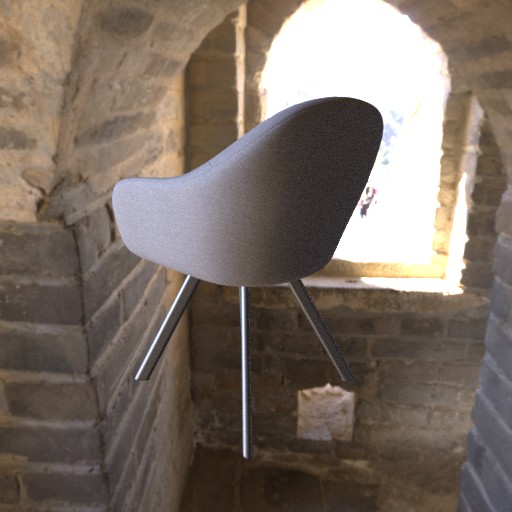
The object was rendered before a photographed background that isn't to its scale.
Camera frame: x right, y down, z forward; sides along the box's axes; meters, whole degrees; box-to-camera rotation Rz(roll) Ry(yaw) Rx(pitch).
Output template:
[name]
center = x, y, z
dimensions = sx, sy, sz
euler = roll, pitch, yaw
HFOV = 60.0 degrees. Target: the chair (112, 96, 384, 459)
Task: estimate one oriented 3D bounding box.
[chair]
center = 0.000, 0.000, 1.179
dimensions = 0.570, 0.780, 0.540
euler = 15, 22, 42
